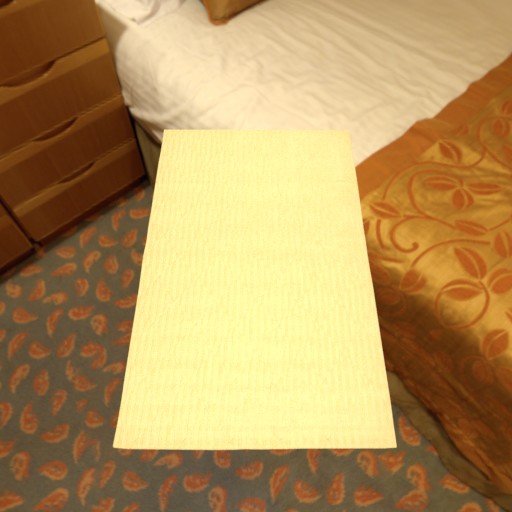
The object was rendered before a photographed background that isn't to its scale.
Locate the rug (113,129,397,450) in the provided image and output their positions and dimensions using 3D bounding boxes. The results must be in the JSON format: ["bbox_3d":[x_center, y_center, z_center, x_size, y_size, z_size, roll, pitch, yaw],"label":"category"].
[{"bbox_3d":[0.000,0.000,3.011,1.531,0.014,2.441,0,58,0],"label":"rug"}]
